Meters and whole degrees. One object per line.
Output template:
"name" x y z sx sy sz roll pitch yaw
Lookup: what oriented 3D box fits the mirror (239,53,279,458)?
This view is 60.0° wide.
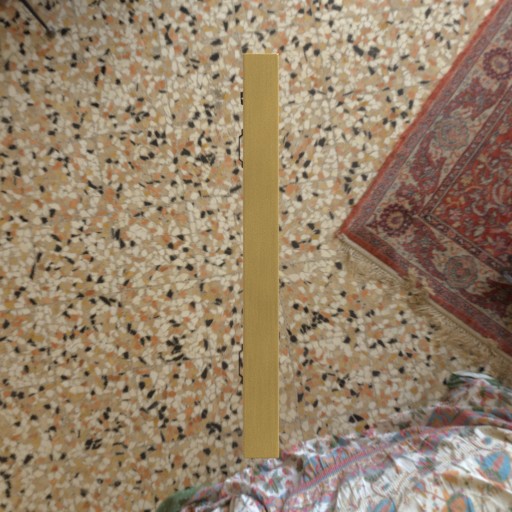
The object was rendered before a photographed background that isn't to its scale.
"mirror" 0.000 0.000 0.697 0.041 0.508 0.405 0 90 -1
